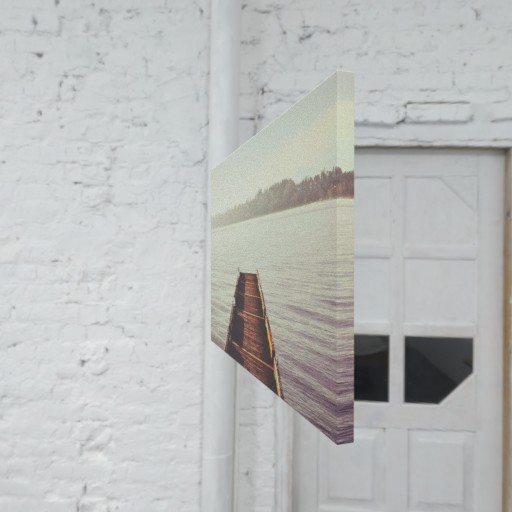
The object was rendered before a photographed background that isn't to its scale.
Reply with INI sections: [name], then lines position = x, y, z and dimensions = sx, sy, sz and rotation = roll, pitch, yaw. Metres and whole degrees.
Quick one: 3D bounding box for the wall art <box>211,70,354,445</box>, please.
[wall art]
position = 0.000, 0.000, 1.450
dimensions = 0.040, 0.765, 1.149
rotation = 0, 0, -19
